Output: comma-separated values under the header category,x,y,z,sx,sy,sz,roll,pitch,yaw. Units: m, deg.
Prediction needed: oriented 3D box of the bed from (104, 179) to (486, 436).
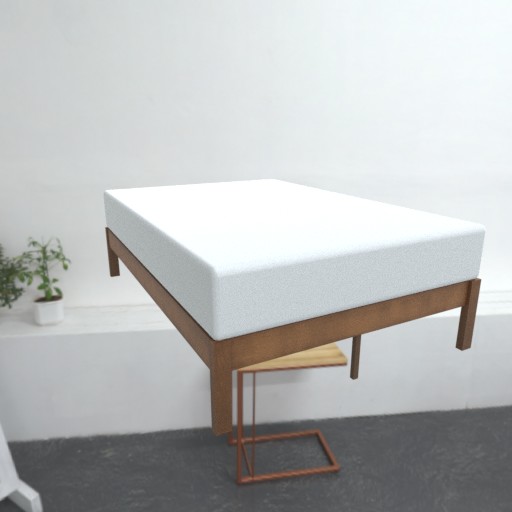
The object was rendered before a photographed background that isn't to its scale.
category,x,y,z,sx,sy,sz,roll,pitch,yaw
bed,0.000,0.000,2.585,1.348,0.616,1.927,-9,19,-27
